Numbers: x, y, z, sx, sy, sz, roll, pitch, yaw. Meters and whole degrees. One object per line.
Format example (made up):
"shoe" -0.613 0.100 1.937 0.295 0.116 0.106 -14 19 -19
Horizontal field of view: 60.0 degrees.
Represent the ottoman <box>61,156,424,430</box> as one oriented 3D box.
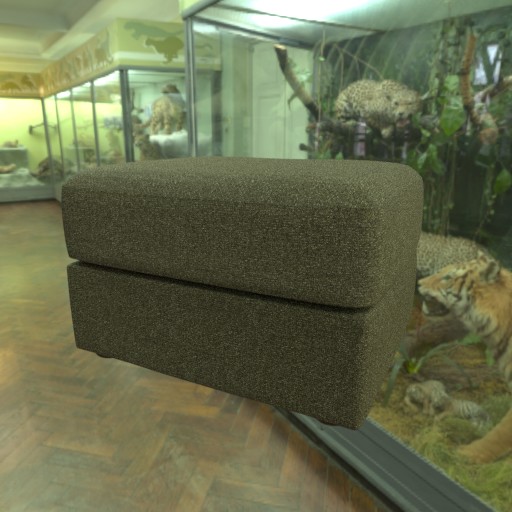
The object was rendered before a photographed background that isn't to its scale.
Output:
"ottoman" 0.000 0.000 1.124 0.742 0.476 0.598 8 17 26
